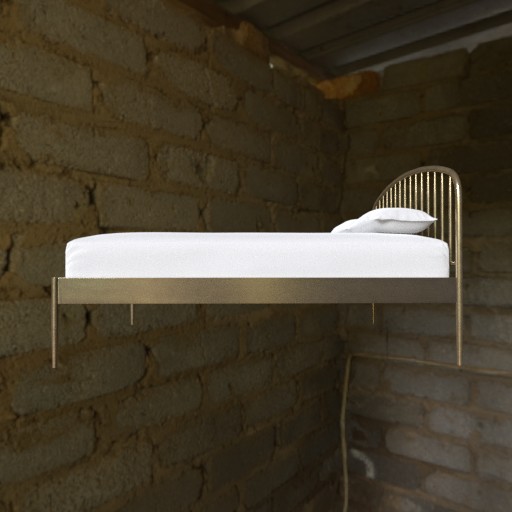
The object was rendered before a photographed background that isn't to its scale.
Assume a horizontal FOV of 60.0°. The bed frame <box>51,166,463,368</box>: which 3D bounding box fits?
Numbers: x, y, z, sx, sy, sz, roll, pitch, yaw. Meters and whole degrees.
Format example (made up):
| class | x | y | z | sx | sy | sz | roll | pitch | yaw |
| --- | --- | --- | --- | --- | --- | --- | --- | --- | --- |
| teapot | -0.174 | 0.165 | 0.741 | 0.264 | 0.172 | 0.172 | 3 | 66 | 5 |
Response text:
| class | x | y | z | sx | sy | sz | roll | pitch | yaw |
| --- | --- | --- | --- | --- | --- | --- | --- | --- | --- |
| bed frame | 0.000 | 0.000 | 3.113 | 2.152 | 1.175 | 1.612 | 0 | -1 | -1 |
